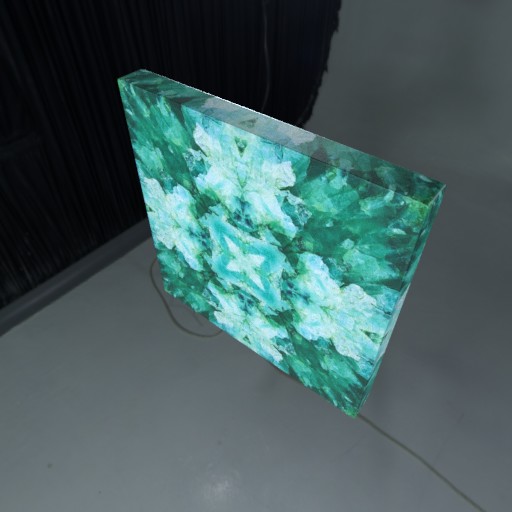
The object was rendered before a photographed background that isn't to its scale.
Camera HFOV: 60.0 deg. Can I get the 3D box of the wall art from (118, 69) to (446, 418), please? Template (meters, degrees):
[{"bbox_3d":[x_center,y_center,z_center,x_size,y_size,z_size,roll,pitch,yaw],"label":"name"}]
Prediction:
[{"bbox_3d":[0.000,0.000,0.476,0.313,0.313,0.033,29,52,26],"label":"wall art"}]
